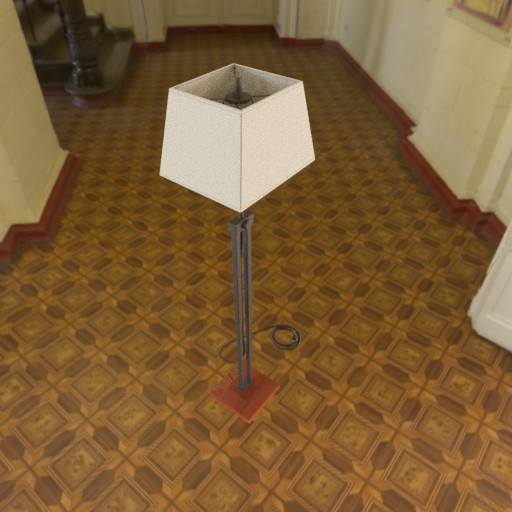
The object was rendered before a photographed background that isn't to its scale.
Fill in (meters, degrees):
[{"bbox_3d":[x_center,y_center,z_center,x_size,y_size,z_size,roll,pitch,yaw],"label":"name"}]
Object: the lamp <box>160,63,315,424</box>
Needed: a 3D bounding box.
[{"bbox_3d":[0.000,0.000,2.033,0.472,1.712,0.745,27,48,28],"label":"lamp"}]
